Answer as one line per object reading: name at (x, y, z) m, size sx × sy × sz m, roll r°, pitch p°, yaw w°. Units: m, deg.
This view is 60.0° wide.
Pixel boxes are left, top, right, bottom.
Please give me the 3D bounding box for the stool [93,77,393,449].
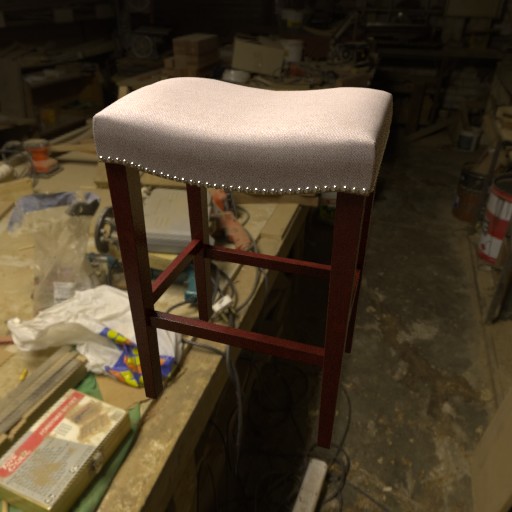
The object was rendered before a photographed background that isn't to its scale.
stool at (0.000, 0.000, 1.035) m, size 0.504 × 0.742 × 0.372 m, roll 10°, pitch 33°, yaw 16°
